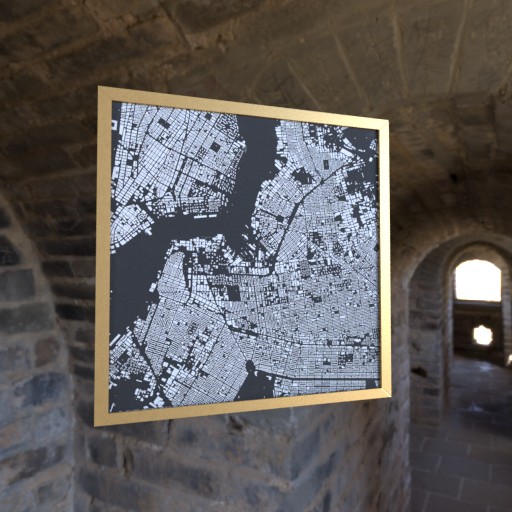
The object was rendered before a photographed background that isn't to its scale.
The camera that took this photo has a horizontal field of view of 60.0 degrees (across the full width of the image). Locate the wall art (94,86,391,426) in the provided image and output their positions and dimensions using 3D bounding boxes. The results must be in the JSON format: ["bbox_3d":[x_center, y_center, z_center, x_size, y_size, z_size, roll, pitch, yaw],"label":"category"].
[{"bbox_3d":[0.000,0.000,2.843,1.926,1.926,0.099,1,-2,-18],"label":"wall art"}]
